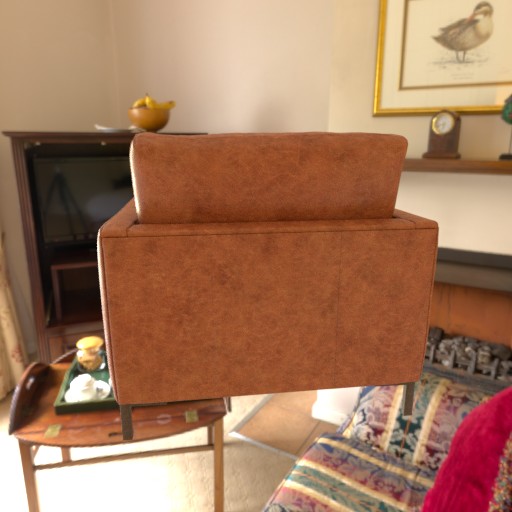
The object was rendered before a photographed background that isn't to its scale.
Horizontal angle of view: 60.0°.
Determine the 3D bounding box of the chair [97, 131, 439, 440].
[{"bbox_3d":[0.000,0.000,1.635,0.967,0.869,0.862,-2,14,-8],"label":"chair"}]
